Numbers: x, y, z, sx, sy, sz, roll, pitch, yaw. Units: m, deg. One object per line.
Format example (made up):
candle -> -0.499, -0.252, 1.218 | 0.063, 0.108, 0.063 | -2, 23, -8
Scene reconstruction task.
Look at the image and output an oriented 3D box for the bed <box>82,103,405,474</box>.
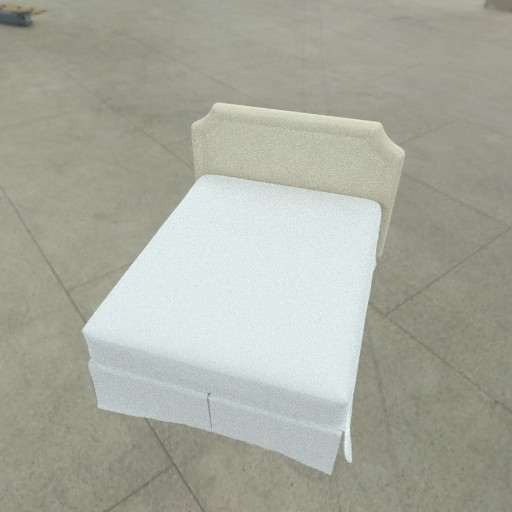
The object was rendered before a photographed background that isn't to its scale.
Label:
bed -> 0.000, 0.000, 3.202 | 1.827, 1.296, 2.209 | 11, 42, 13
